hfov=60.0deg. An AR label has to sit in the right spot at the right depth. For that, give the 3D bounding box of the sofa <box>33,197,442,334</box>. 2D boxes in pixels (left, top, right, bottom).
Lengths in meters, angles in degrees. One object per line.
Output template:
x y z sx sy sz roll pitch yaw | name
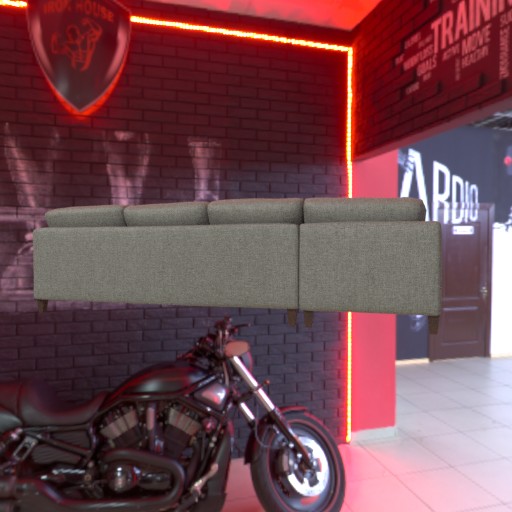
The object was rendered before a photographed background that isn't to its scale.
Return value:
0.000 0.000 4.527 3.302 0.947 2.593 0 1 17 | sofa
